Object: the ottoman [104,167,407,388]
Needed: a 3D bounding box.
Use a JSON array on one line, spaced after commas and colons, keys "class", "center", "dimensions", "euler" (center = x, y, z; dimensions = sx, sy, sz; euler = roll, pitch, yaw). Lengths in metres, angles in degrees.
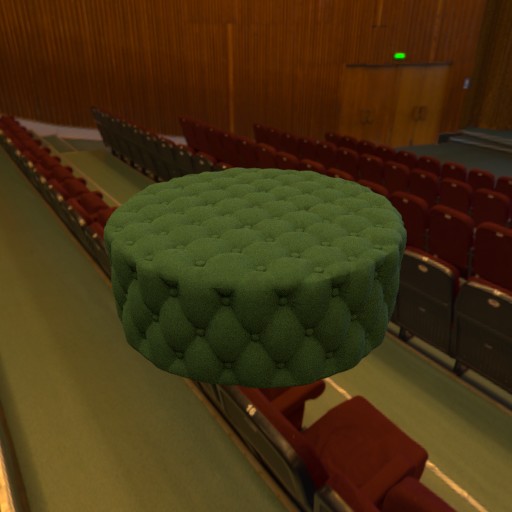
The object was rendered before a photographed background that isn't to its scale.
[{"class": "ottoman", "center": [0.000, 0.000, 1.575], "dimensions": [0.998, 0.399, 0.998], "euler": [0, 28, 0]}]
